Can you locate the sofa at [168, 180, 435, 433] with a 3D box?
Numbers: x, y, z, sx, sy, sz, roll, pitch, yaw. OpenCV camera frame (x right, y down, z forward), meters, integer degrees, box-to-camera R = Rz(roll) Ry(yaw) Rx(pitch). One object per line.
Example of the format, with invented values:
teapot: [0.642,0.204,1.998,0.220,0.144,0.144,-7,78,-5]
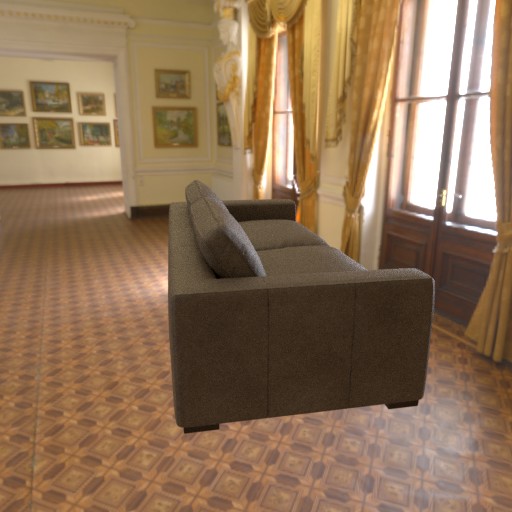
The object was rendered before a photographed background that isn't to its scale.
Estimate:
sofa: [0.000,0.000,2.758,1.070,0.801,2.262,-3,16,-10]
